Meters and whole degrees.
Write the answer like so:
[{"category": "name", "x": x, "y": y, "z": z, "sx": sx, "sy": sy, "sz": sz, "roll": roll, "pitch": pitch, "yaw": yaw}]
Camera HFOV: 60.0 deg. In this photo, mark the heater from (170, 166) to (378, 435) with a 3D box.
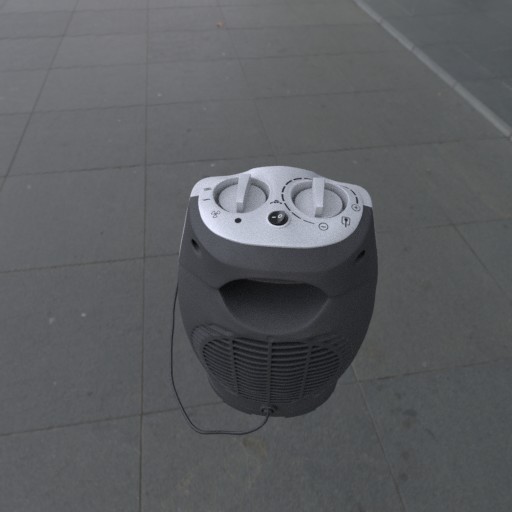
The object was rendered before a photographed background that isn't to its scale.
[{"category": "heater", "x": 0.000, "y": 0.000, "z": 0.478, "sx": 0.239, "sy": 0.255, "sz": 0.291, "roll": 4, "pitch": 45, "yaw": 4}]
